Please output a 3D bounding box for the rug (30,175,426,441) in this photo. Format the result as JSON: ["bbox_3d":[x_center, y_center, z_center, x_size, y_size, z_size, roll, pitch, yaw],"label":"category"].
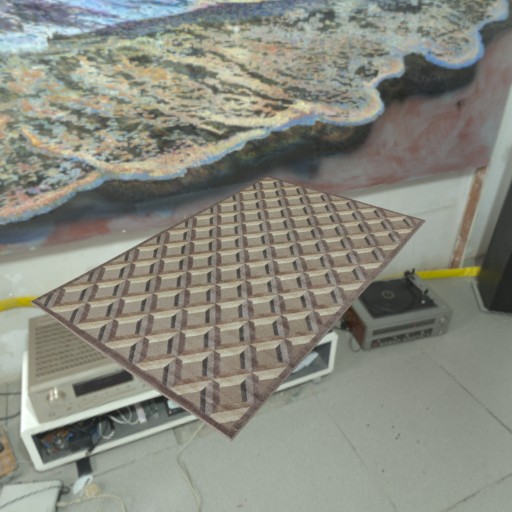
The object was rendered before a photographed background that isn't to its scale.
[{"bbox_3d":[0.000,0.000,2.106,1.066,0.011,1.677,22,39,30],"label":"rug"}]
